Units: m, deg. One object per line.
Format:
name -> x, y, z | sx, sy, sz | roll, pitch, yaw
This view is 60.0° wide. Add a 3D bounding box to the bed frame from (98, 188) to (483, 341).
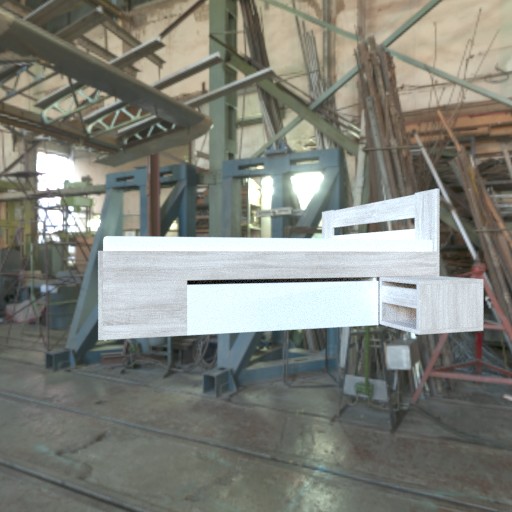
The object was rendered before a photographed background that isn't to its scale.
bed frame -> 0.000, 0.000, 3.131 | 2.050, 0.860, 2.040 | 0, 0, -17
